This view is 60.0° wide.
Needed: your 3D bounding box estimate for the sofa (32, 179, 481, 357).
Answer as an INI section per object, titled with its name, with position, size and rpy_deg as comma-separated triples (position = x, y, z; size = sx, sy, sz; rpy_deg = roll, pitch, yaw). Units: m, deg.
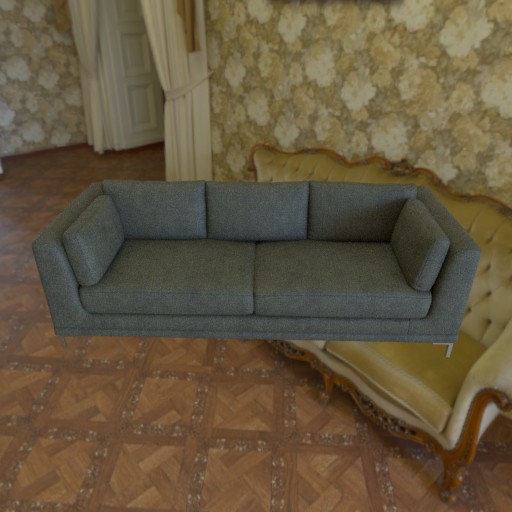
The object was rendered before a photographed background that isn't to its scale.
[sofa]
position = 0.000, 0.000, 2.909
size = 2.415, 0.867, 0.969
rpy_deg = 1, 29, 2
